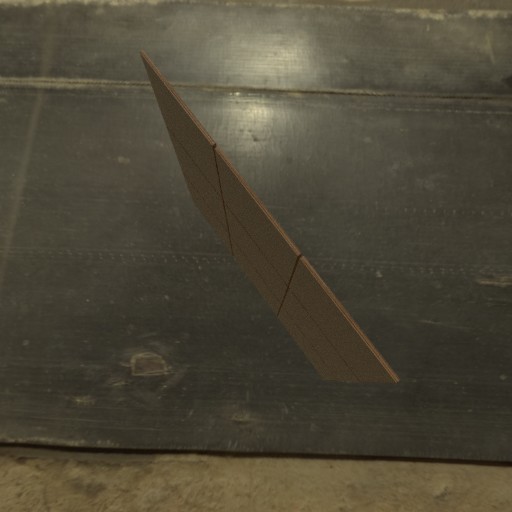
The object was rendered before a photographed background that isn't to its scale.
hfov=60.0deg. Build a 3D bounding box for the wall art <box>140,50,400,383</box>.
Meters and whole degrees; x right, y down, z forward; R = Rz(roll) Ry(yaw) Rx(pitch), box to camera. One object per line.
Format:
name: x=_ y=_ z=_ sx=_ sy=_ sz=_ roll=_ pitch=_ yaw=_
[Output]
wall art: x=0.000 y=0.000 z=1.378 sx=0.010 sy=0.917 sz=0.919 roll=-35 pitch=77 yaw=-9
